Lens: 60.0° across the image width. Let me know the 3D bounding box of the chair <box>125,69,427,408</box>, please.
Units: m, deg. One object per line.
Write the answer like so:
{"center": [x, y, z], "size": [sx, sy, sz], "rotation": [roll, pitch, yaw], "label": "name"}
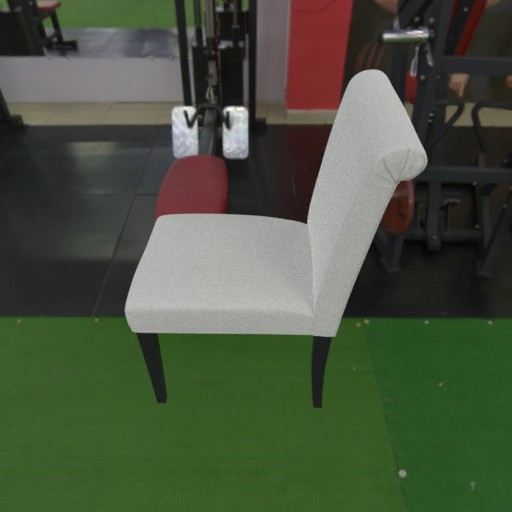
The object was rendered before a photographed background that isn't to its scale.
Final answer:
{"center": [0.000, 0.000, 1.353], "size": [0.708, 0.976, 0.452], "rotation": [2, 41, 2], "label": "chair"}
